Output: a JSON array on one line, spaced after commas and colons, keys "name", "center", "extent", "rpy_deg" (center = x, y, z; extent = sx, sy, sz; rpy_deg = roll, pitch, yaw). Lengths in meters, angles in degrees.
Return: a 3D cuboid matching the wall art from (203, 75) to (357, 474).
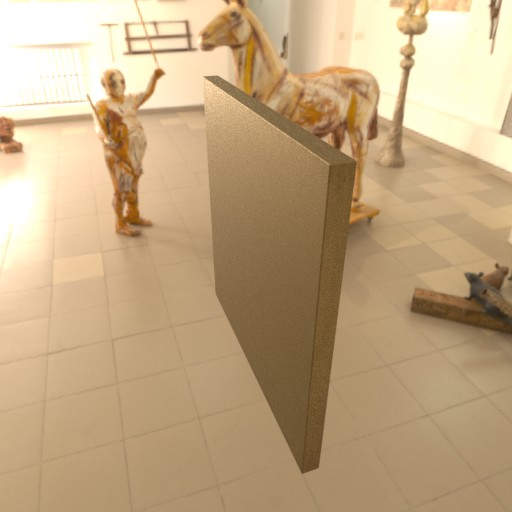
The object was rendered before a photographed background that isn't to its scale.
[{"name": "wall art", "center": [0.000, 0.000, 0.767], "extent": [0.030, 0.506, 0.503], "rpy_deg": [-11, 33, -17]}]
